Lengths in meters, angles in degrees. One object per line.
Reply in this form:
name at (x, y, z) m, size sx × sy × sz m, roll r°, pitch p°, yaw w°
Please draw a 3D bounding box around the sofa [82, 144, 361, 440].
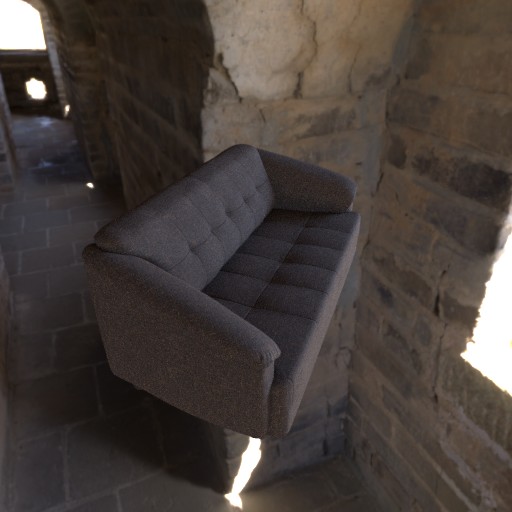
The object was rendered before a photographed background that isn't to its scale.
sofa at (0.000, 0.000, 2.333) m, size 0.887 × 0.790 × 1.849 m, roll 10°, pitch 30°, yaw 18°
